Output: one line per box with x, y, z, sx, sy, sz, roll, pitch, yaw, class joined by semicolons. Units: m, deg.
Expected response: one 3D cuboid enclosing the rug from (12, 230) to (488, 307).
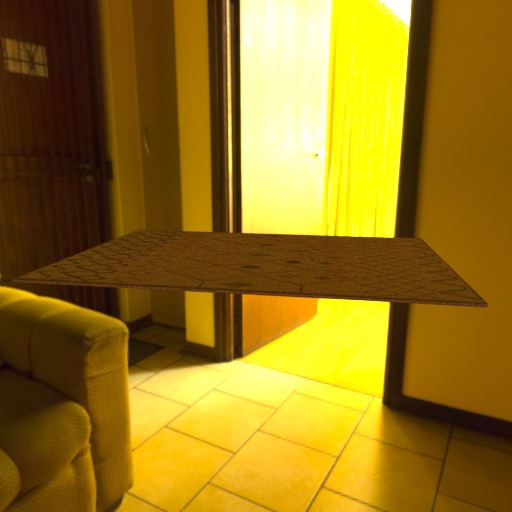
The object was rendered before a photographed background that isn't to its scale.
0.000;0.000;2.254;1.829;0.016;1.219;2;13;10;rug
